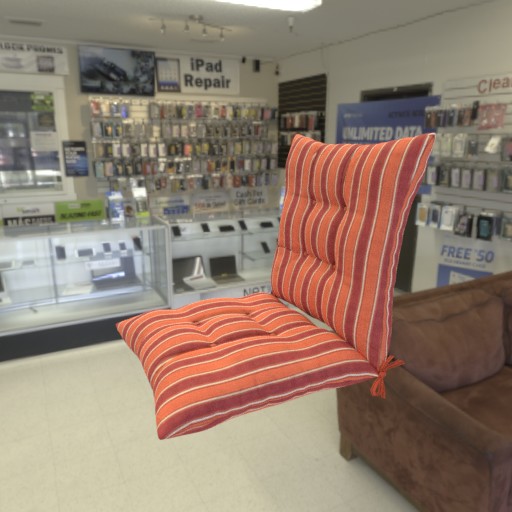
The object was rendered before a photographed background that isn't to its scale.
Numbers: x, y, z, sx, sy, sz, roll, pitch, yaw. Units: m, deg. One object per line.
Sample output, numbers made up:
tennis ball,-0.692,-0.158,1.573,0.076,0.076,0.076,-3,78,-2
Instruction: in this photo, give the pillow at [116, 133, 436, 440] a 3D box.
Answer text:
pillow,0.000,0.000,1.002,0.585,0.536,0.541,-7,17,-24
